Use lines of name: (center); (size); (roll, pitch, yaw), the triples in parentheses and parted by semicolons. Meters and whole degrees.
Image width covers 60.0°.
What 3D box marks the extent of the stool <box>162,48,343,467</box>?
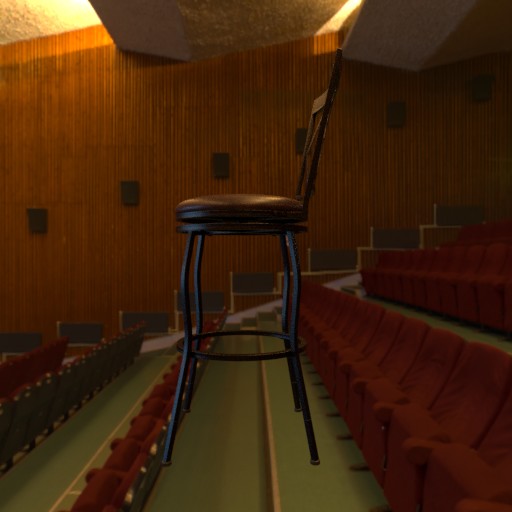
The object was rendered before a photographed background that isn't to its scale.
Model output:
stool: (0.000, 0.000, 1.410); (0.521, 1.134, 0.432); (0, 0, -1)
